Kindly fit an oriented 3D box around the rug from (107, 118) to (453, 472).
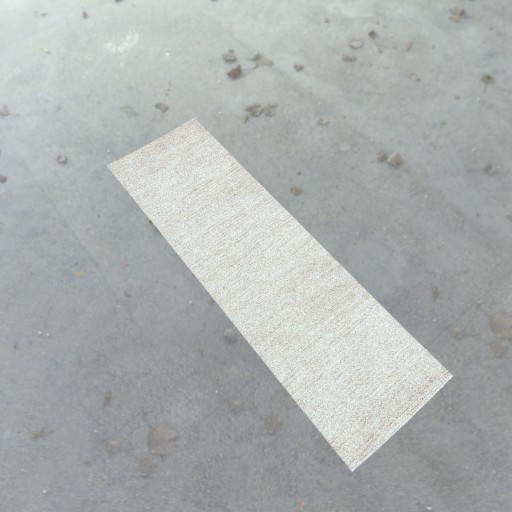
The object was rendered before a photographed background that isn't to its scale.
[{"bbox_3d":[0.000,0.000,2.594,0.712,0.013,2.346,-34,65,-18],"label":"rug"}]
